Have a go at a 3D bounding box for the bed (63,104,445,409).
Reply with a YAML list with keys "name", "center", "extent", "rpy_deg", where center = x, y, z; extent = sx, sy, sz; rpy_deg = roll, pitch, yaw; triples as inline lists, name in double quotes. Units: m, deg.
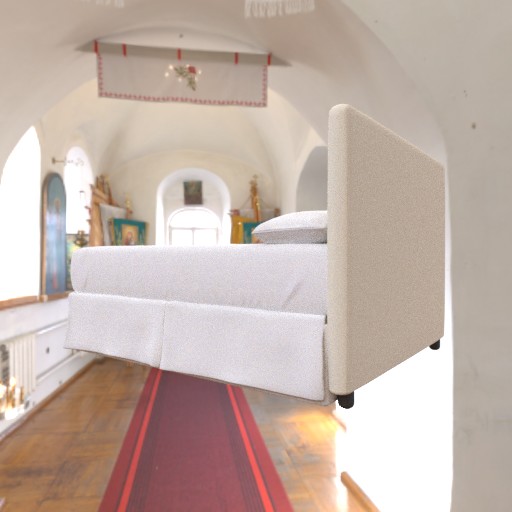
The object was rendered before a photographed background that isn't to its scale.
- name: "bed"
  center: [0.000, 0.000, 3.113]
  extent: [2.147, 1.330, 1.714]
  rpy_deg: [0, 1, 36]
